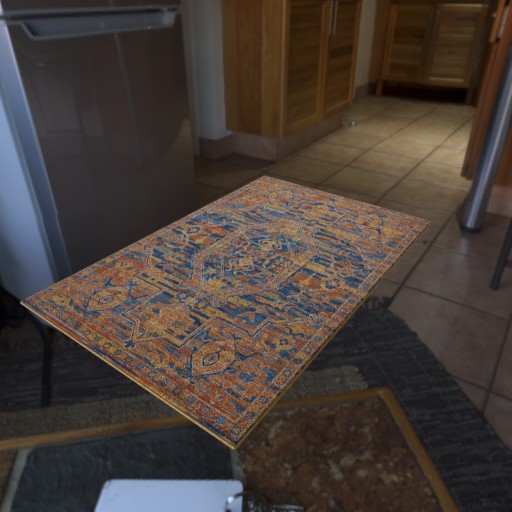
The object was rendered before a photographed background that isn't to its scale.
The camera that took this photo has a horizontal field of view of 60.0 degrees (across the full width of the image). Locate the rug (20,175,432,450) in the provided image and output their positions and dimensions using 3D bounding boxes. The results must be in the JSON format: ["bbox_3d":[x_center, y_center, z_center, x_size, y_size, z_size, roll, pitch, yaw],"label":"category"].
[{"bbox_3d":[0.000,0.000,2.155,1.148,0.013,1.758,21,38,30],"label":"rug"}]
